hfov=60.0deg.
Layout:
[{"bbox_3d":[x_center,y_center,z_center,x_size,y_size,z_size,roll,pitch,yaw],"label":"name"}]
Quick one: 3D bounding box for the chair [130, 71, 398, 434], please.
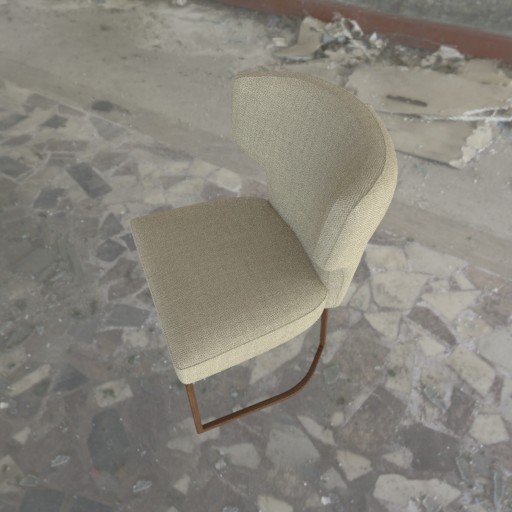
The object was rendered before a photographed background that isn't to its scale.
[{"bbox_3d":[0.000,0.000,1.264,0.617,0.824,0.611,-17,50,-15],"label":"chair"}]
